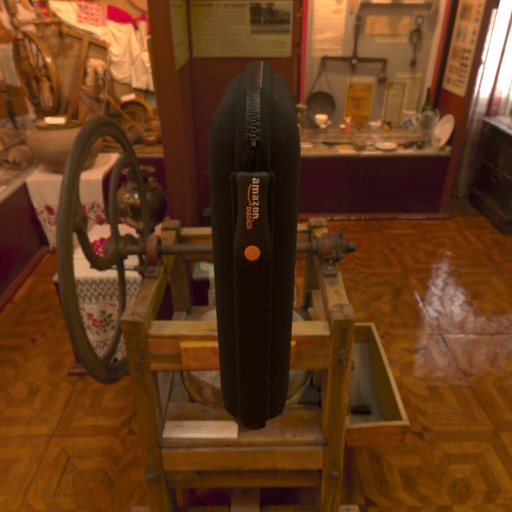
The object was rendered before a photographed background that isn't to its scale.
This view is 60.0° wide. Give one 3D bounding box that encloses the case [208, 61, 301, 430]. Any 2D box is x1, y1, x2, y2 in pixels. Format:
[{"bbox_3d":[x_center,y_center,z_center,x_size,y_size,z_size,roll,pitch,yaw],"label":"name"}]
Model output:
[{"bbox_3d":[0.000,0.000,0.191,0.030,0.147,0.107,1,30,1],"label":"case"}]
